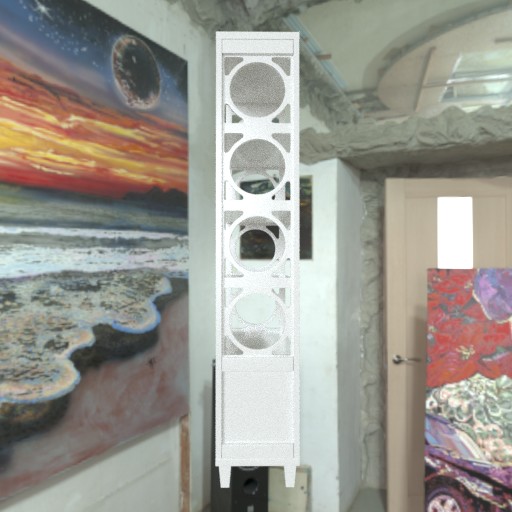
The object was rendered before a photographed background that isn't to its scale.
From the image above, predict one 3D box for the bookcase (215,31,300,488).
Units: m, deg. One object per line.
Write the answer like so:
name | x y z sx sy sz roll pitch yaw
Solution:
bookcase | 0.000 0.000 2.143 0.361 1.869 0.761 0 -1 -1
